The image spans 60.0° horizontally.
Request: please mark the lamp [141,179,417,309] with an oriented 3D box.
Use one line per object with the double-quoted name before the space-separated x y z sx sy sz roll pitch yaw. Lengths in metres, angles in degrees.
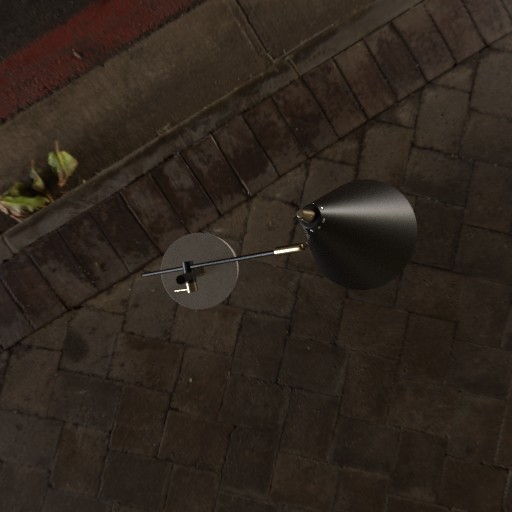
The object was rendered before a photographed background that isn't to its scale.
"lamp" 0.000 0.000 0.721 0.403 0.518 0.214 0 91 -2
